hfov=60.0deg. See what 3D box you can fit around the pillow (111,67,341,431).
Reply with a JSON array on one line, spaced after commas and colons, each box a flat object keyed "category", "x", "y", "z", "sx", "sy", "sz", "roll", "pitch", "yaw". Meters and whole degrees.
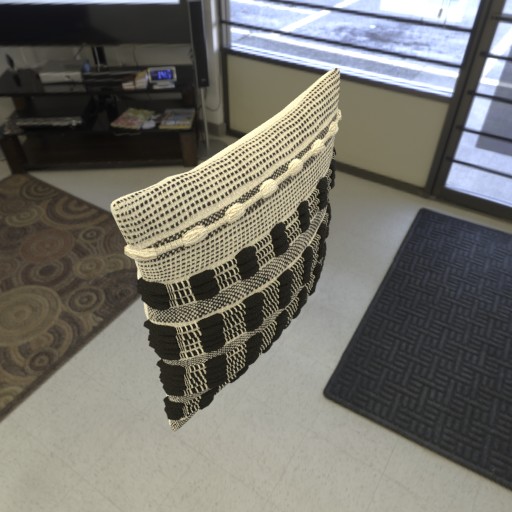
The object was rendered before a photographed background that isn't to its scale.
[{"category": "pillow", "x": 0.000, "y": 0.000, "z": 0.676, "sx": 0.156, "sy": 0.438, "sz": 0.436, "roll": 26, "pitch": 48, "yaw": 26}]
